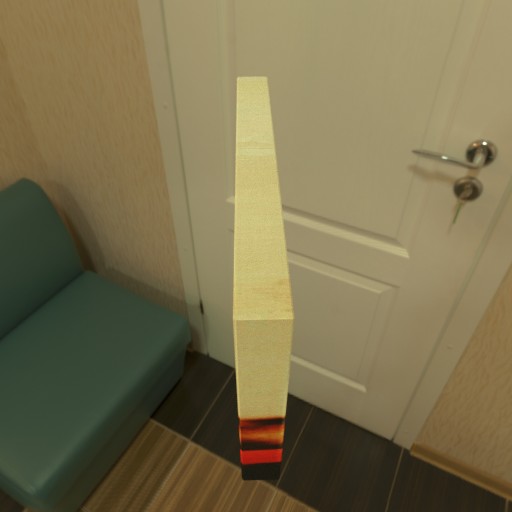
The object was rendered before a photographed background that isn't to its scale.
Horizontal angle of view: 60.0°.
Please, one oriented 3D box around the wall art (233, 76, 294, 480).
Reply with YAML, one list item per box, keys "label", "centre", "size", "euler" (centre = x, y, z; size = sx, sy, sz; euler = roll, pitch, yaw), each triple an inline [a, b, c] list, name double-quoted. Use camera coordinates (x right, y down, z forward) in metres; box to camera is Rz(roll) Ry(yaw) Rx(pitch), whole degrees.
- label: "wall art"
  centre: [0.000, 0.000, 0.494]
  size: [0.037, 0.251, 0.383]
  euler: [-1, 43, -1]
